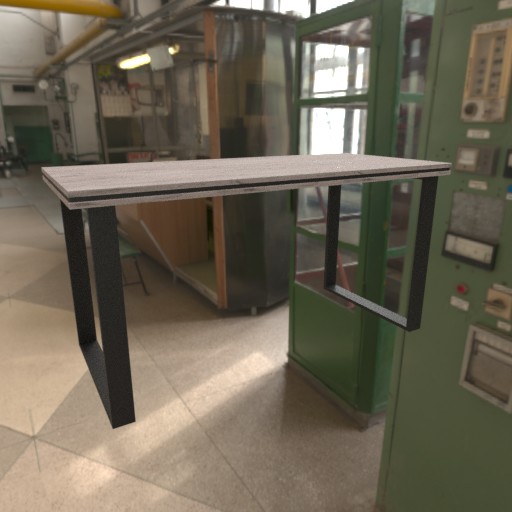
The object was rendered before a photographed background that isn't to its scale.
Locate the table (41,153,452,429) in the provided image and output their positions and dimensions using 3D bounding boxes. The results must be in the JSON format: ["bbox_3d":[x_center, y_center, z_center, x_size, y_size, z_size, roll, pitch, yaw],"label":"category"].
[{"bbox_3d":[0.000,0.000,2.229,1.778,0.899,0.795,-10,20,-29],"label":"table"}]
